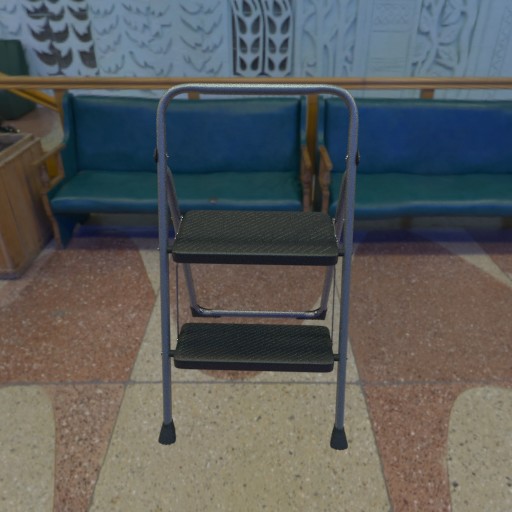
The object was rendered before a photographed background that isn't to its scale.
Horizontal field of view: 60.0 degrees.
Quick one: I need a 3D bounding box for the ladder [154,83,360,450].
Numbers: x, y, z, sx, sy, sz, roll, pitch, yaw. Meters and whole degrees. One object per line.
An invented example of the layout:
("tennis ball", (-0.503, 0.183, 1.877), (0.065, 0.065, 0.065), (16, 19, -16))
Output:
("ladder", (0.000, 0.000, 1.009), (0.430, 0.720, 0.472), (1, 31, 2))
